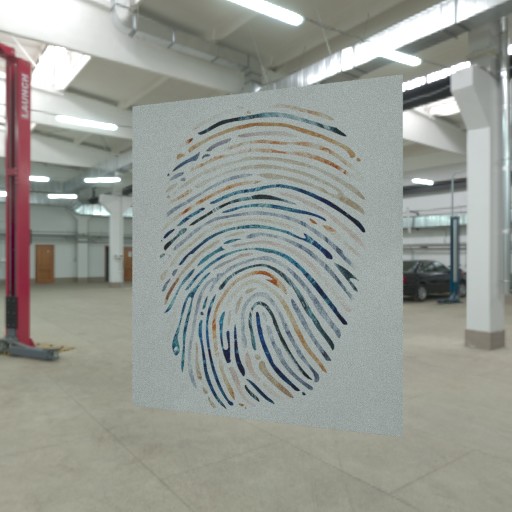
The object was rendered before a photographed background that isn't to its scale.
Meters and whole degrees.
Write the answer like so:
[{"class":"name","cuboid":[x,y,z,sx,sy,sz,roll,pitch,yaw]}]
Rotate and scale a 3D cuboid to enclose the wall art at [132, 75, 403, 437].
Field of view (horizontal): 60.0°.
[{"class":"wall art","cuboid":[0.000,0.000,0.969,0.609,0.710,0.021,0,0,18]}]
